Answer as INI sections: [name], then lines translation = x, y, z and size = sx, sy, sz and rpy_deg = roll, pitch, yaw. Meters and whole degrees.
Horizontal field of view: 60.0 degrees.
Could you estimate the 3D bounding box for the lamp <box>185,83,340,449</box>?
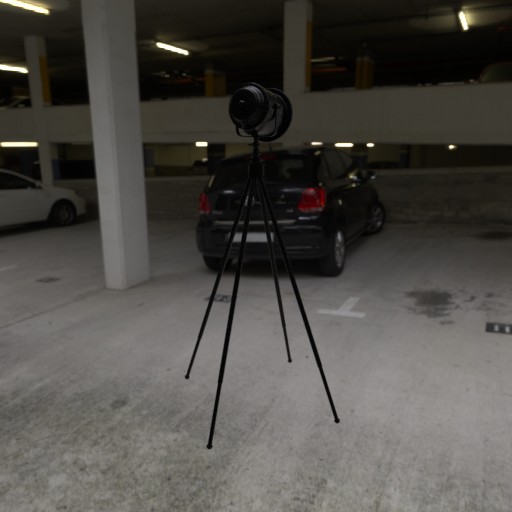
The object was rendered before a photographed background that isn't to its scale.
[lamp]
translation = 0.000, 0.000, 2.070
size = 0.879, 1.504, 0.884
rpy_deg = 7, 16, 27
